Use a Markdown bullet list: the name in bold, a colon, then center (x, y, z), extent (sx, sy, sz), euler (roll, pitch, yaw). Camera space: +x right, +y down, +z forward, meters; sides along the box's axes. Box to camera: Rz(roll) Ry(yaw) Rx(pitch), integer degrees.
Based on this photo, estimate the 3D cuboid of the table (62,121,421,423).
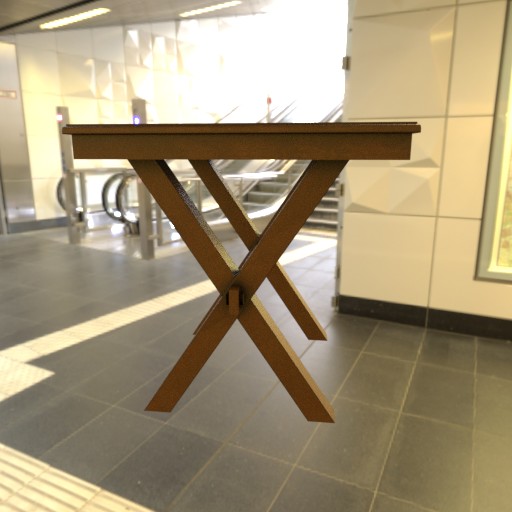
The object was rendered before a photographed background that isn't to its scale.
- **table**: center (0.000, 0.000, 1.037), extent (0.560, 0.562, 0.602), euler (2, 13, 7)
